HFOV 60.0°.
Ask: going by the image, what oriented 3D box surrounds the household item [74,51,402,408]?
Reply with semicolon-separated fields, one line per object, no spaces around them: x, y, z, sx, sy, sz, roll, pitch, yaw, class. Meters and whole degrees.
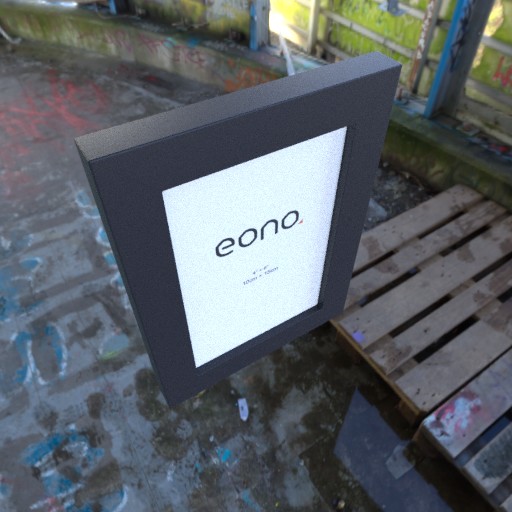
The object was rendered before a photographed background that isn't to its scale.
0.000;0.000;0.231;0.133;0.178;0.022;-25;52;-21;household item
